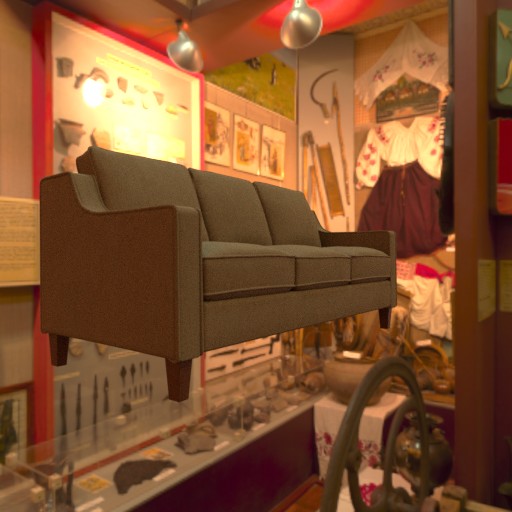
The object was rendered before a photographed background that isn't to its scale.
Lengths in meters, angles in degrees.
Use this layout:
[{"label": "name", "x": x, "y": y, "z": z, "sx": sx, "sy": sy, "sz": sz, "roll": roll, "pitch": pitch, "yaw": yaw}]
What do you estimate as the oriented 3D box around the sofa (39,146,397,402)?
[{"label": "sofa", "x": 0.000, "y": 0.000, "z": 2.475, "sx": 0.911, "sy": 0.974, "sz": 1.986, "roll": 0, "pitch": 0, "yaw": 38}]
